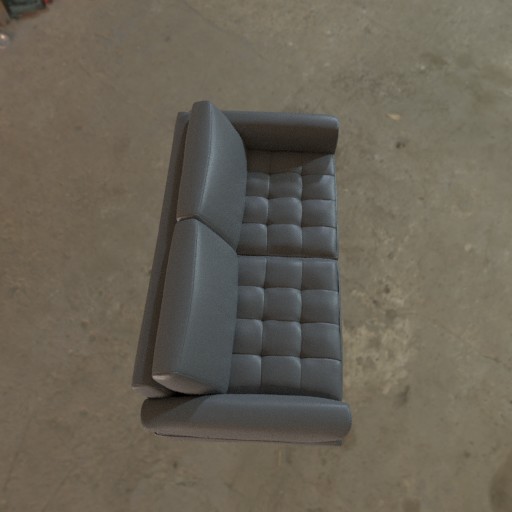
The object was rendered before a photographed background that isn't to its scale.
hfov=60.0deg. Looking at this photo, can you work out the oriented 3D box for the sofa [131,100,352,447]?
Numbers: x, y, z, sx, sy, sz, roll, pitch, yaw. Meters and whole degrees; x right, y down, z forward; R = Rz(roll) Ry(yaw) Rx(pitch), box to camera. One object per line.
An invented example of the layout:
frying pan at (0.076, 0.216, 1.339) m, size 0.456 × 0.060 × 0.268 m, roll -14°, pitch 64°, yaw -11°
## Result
sofa at (0.000, 0.000, 2.807) m, size 1.121 × 0.930 × 2.177 m, roll 3°, pitch 64°, yaw 1°
